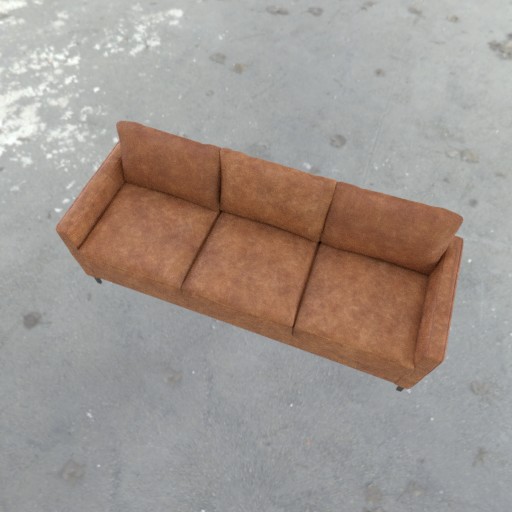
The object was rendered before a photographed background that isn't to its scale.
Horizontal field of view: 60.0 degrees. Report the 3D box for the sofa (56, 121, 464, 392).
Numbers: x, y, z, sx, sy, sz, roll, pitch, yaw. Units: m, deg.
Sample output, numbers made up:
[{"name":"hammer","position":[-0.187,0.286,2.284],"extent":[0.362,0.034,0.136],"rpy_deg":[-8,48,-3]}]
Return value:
[{"name":"sofa","position":[0.000,0.000,2.428],"extent":[2.029,0.863,0.748],"rpy_deg":[18,61,10]}]
